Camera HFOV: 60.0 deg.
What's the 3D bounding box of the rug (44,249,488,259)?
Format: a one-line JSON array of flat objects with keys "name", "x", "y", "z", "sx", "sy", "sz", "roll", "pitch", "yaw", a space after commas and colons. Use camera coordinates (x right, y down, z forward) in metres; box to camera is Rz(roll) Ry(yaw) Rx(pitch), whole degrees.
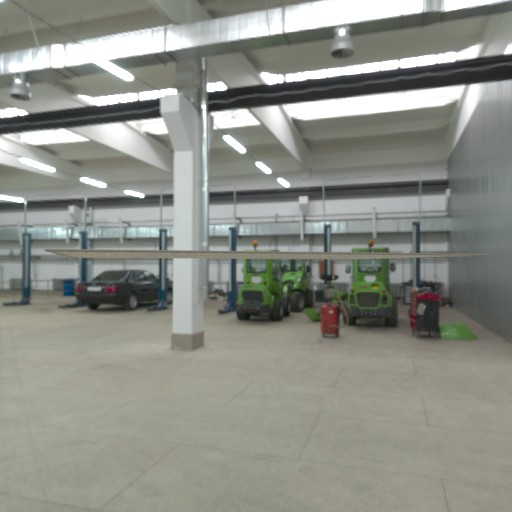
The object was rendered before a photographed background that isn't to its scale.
[{"name": "rug", "x": 0.000, "y": 0.000, "z": 3.003, "sx": 2.438, "sy": 0.011, "sz": 1.524, "roll": 0, "pitch": -1, "yaw": -18}]
